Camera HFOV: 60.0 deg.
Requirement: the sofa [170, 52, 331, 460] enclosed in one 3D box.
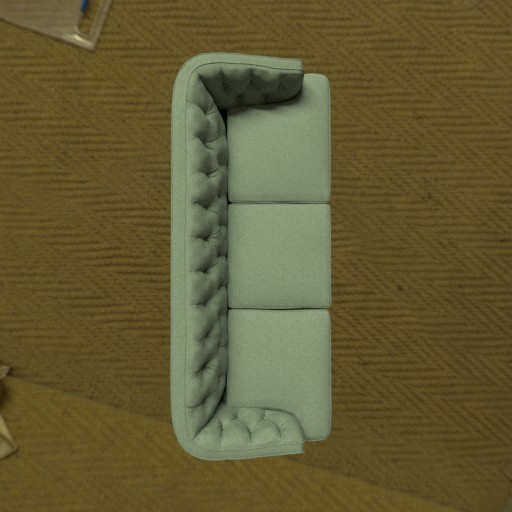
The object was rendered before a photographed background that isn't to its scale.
[{"bbox_3d":[0.000,0.000,2.765,0.941,0.855,2.278,0,89,-2],"label":"sofa"}]
